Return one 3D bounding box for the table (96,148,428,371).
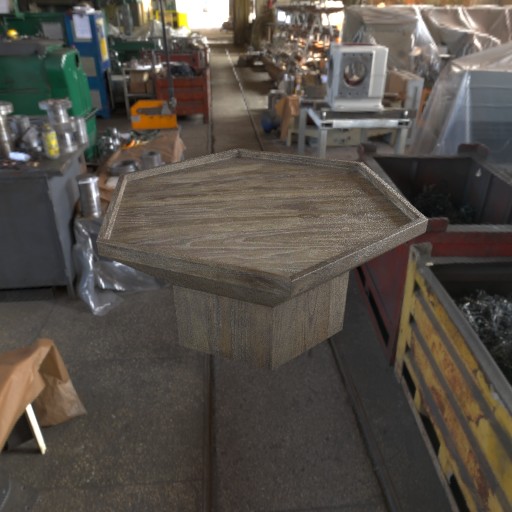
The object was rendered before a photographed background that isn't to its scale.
[{"bbox_3d":[0.000,0.000,1.632,1.115,0.488,0.966,-21,36,-33],"label":"table"}]
